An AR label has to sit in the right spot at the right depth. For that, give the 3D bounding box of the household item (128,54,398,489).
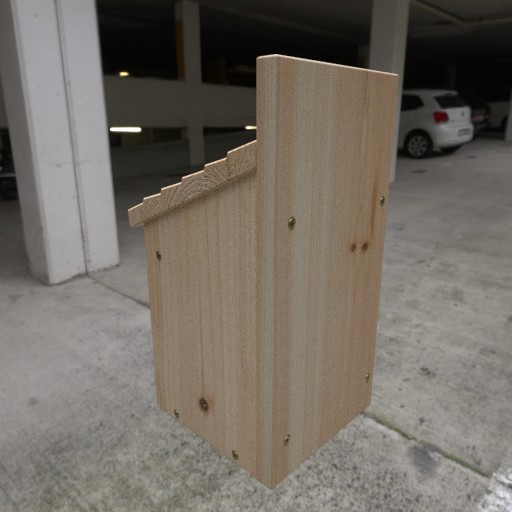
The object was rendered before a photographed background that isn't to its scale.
[{"bbox_3d":[0.000,0.000,0.395,0.171,0.300,0.149,15,22,41],"label":"household item"}]
